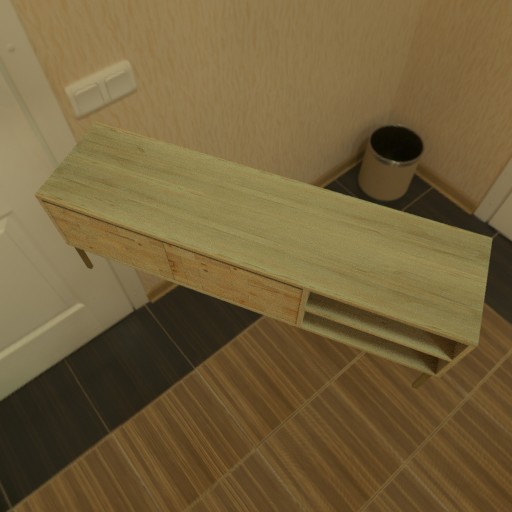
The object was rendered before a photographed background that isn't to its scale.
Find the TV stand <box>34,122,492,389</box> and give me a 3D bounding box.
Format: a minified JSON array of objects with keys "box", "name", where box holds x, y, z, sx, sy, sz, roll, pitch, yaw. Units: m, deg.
[{"box":[0.000,0.000,1.825,1.600,0.550,0.420,18,60,11],"name":"TV stand"}]
